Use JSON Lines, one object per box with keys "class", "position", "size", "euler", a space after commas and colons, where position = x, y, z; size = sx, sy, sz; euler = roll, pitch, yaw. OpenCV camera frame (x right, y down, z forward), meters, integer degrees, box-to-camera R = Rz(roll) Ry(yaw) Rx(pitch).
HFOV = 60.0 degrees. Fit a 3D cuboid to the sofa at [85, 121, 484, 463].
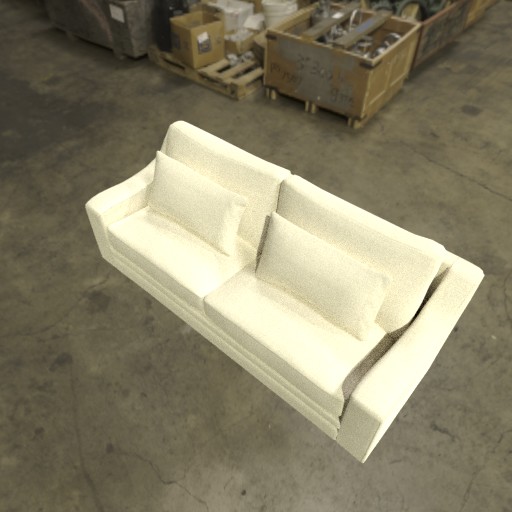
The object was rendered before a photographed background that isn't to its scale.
{"class": "sofa", "position": [0.000, 0.000, 2.953], "size": [2.470, 1.022, 1.009], "euler": [32, 54, 27]}
